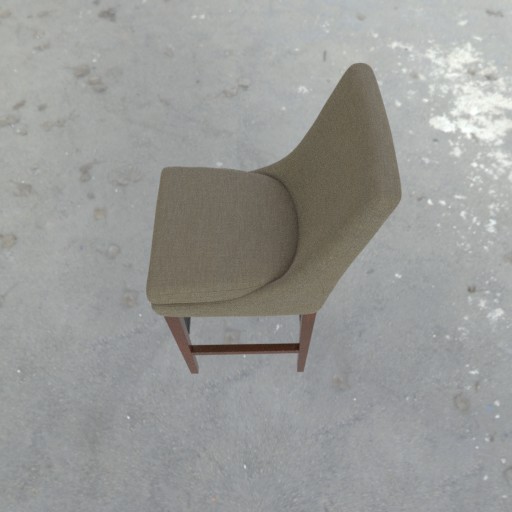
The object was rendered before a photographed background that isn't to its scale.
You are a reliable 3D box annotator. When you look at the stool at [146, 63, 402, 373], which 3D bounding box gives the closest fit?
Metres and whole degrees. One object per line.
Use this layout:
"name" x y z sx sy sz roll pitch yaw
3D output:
"stool" 0.000 0.000 1.382 0.577 1.078 0.470 -1 59 0
